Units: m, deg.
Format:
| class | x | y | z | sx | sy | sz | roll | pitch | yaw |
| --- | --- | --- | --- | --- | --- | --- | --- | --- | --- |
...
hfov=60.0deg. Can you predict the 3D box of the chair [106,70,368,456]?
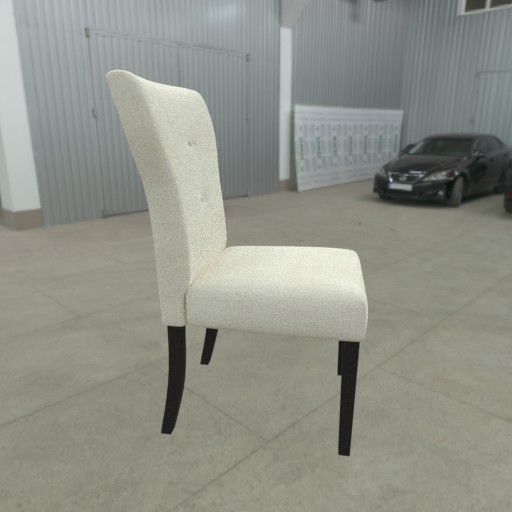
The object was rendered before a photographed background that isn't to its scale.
| class | x | y | z | sx | sy | sz | roll | pitch | yaw |
| --- | --- | --- | --- | --- | --- | --- | --- | --- | --- |
| chair | 0.000 | 0.000 | 1.238 | 0.597 | 0.921 | 0.509 | 3 | 16 | 9 |
